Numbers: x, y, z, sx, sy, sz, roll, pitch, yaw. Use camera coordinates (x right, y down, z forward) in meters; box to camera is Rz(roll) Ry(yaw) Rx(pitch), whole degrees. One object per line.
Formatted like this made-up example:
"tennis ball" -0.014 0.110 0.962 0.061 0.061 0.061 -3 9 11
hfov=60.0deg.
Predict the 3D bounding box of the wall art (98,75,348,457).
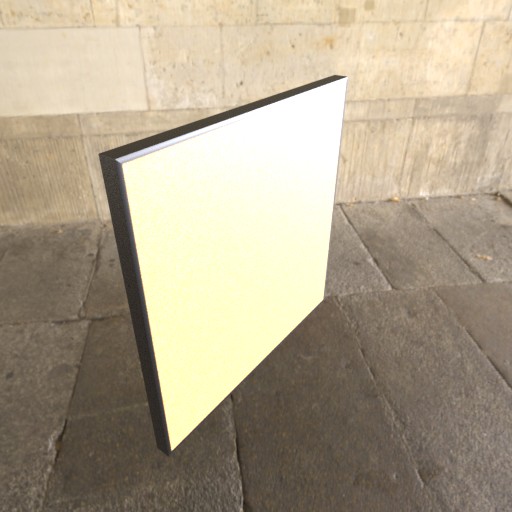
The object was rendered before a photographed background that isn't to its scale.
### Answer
"wall art" 0.000 0.000 1.152 0.042 0.766 0.769 22 39 30
